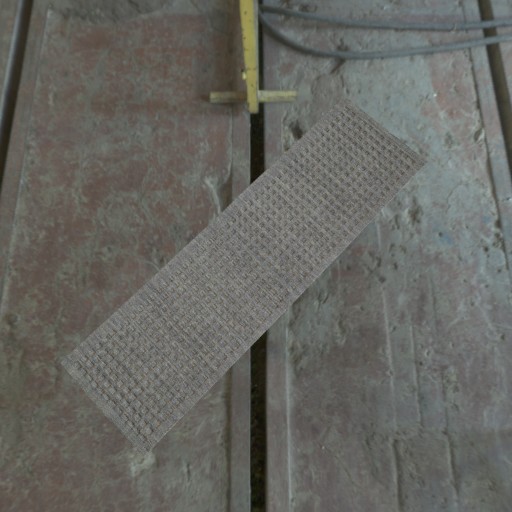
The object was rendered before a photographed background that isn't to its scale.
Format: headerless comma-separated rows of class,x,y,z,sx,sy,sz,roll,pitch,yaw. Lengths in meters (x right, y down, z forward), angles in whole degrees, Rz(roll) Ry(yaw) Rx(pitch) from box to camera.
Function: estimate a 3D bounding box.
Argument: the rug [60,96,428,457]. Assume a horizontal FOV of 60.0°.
rug,0.000,0.000,2.669,0.706,0.009,2.443,43,78,11
